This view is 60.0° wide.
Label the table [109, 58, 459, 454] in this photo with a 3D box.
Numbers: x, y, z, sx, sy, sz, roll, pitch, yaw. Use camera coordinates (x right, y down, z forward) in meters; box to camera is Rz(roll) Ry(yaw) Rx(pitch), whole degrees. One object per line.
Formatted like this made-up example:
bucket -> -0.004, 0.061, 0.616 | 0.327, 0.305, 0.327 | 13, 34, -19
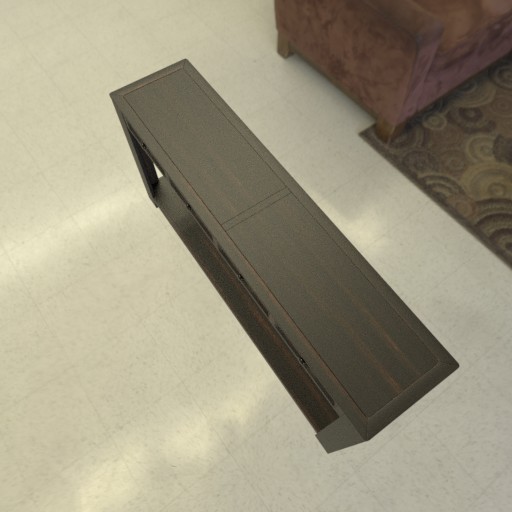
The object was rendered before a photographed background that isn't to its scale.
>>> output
table -> 0.000, 0.000, 1.933 | 0.384, 0.762, 1.631 | -32, 68, -15
